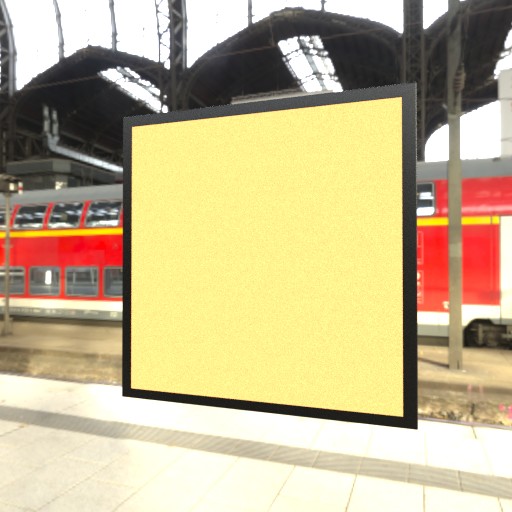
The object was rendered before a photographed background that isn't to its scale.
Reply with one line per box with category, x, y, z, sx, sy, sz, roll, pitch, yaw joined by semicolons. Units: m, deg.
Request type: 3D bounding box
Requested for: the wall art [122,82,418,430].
wall art;0.000;0.000;1.105;0.755;0.761;0.038;0;-1;18
